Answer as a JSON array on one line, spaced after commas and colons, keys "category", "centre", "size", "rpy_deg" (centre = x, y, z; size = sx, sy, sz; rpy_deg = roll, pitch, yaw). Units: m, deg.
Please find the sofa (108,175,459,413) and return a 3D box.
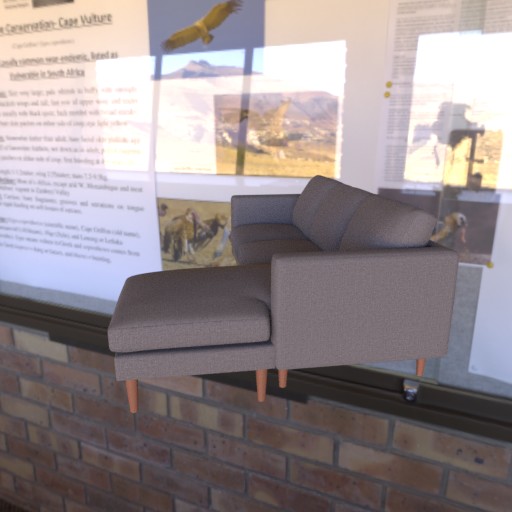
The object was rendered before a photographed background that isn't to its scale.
[{"category": "sofa", "centre": [0.000, 0.000, 2.925], "size": [1.591, 0.897, 2.031], "rpy_deg": [-2, 16, -8]}]
